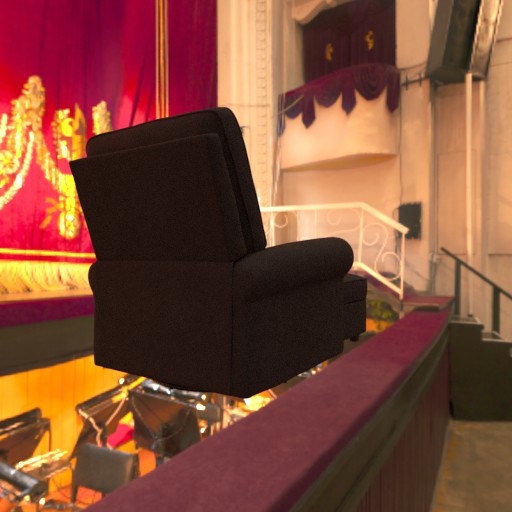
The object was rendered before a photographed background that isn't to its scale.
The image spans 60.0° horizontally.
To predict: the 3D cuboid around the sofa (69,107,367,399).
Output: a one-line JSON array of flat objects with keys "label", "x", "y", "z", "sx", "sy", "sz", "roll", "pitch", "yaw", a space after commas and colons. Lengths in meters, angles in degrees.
[{"label": "sofa", "x": 0.000, "y": 0.000, "z": 2.052, "sx": 0.880, "sy": 0.959, "sz": 1.478, "roll": 0, "pitch": 0, "yaw": 34}]
